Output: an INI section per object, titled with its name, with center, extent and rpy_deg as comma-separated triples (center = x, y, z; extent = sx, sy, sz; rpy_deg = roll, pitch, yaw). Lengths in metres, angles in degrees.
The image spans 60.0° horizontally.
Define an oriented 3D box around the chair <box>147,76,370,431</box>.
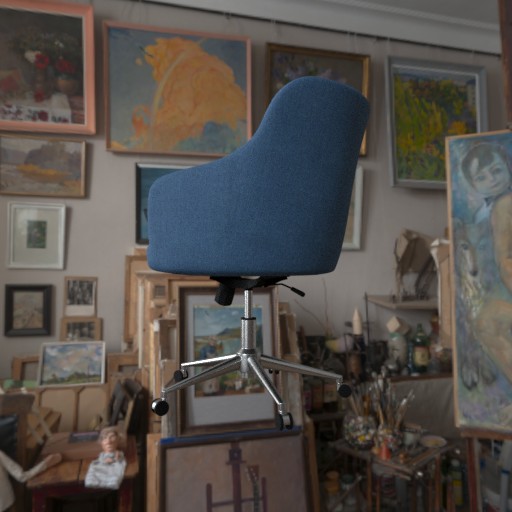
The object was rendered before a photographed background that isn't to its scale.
[chair]
center = 0.000, 0.000, 1.291
extent = 0.655, 0.820, 0.599
rpy_deg = -1, -1, 37
